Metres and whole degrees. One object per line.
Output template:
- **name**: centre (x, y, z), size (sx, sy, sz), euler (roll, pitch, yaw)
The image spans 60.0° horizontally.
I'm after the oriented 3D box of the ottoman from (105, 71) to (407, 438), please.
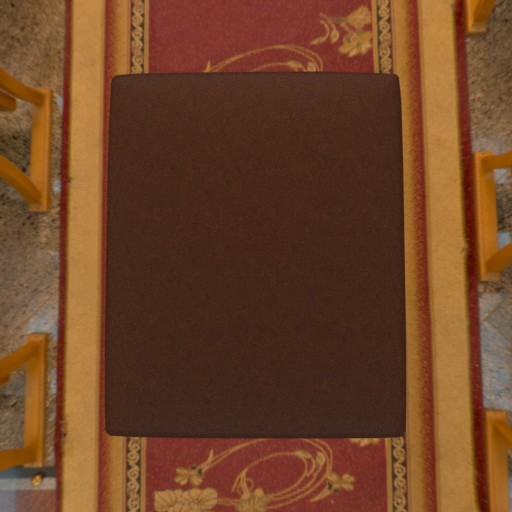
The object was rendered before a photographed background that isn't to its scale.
- **ottoman**: centre (0.000, 0.000, 1.726), size (0.967, 0.730, 1.187), euler (0, 87, 1)
